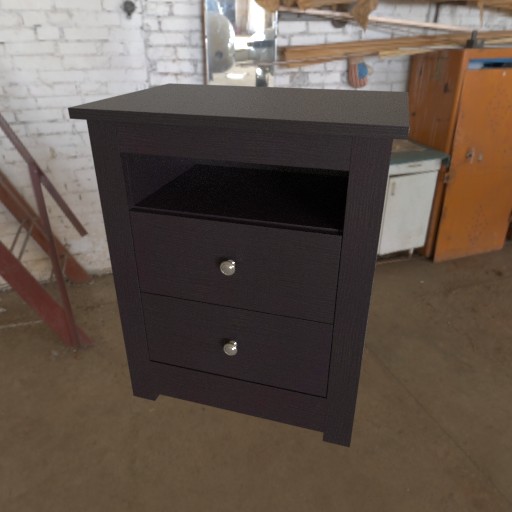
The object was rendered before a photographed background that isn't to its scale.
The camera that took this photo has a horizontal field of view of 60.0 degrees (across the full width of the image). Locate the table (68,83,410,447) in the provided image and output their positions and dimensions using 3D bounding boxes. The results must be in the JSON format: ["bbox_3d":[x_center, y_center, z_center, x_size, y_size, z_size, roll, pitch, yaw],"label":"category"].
[{"bbox_3d":[0.000,0.000,1.056,0.589,0.711,0.408,8,28,15],"label":"table"}]
